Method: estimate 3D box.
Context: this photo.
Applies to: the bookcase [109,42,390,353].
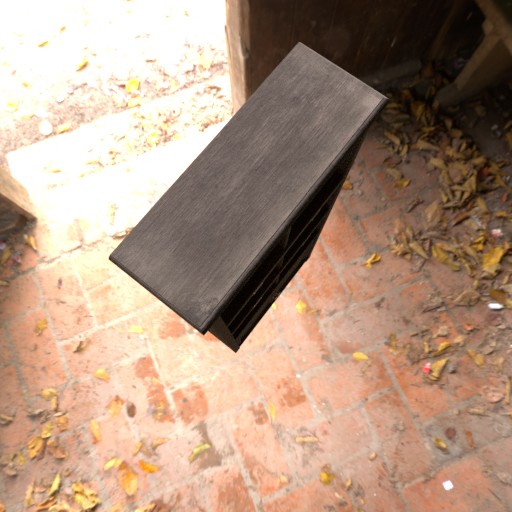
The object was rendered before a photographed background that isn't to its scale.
[{"bbox_3d":[0.000,0.000,2.199,0.348,1.880,0.906,37,78,9],"label":"bookcase"}]
